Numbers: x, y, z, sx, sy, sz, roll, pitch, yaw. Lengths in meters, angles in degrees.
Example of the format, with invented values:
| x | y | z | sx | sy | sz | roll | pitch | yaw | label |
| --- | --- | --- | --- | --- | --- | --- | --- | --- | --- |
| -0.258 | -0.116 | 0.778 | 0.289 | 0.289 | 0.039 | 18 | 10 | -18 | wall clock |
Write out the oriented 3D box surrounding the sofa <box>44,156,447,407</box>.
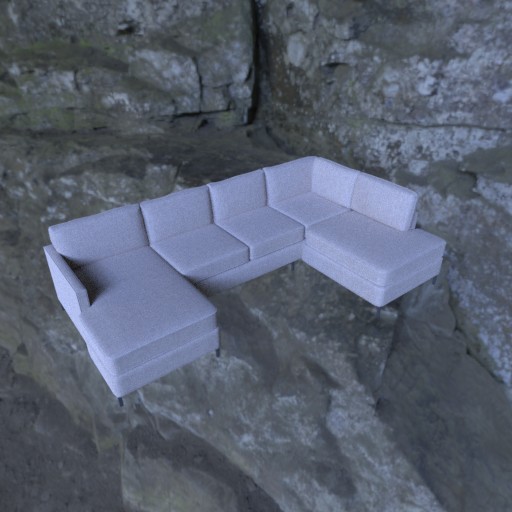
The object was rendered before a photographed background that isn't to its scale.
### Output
| x | y | z | sx | sy | sz | roll | pitch | yaw | label |
| --- | --- | --- | --- | --- | --- | --- | --- | --- | --- |
| 0.000 | 0.000 | 4.344 | 3.423 | 0.996 | 2.021 | -22 | 37 | -31 | sofa |
